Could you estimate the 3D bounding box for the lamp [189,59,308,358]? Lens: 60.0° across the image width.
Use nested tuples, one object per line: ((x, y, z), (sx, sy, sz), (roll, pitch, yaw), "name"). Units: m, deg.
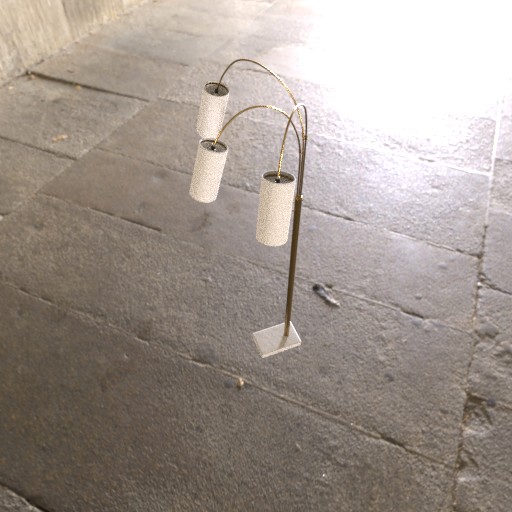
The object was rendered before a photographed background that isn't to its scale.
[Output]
((0.000, 0.000, 2.585), (0.667, 2.055, 1.020), (-16, 49, -14), "lamp")
